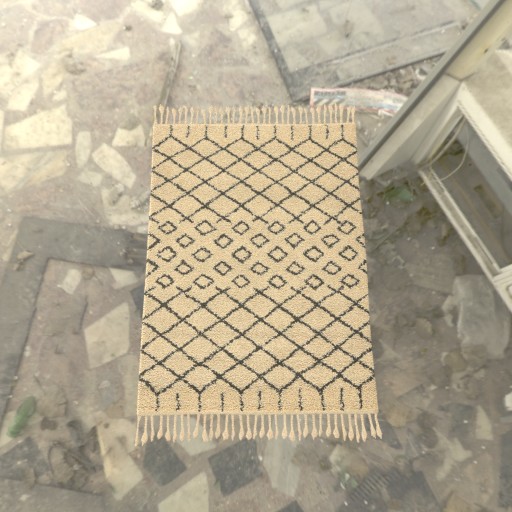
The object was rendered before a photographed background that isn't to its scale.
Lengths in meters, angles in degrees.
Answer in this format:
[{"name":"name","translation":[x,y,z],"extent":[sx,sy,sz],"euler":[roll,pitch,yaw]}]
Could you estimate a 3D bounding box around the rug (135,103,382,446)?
[{"name":"rug","translation":[0.000,0.000,3.297],"extent":[1.664,0.029,2.615],"euler":[-1,75,0]}]
